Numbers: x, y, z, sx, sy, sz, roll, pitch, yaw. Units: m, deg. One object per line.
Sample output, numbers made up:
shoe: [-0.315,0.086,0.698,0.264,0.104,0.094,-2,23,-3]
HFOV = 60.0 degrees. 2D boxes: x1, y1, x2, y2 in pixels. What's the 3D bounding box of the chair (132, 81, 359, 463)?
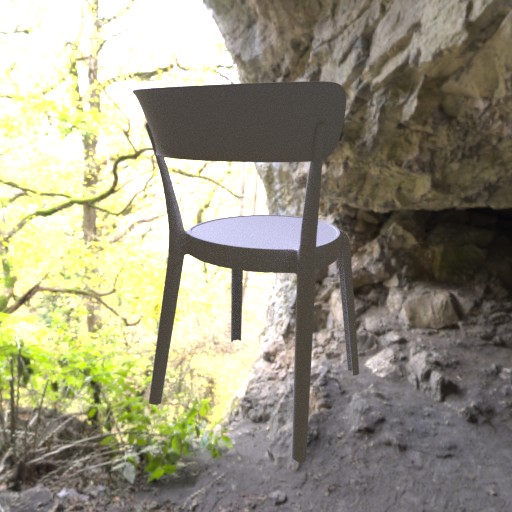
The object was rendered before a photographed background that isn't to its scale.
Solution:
chair: [0.000,0.000,1.130,0.506,0.790,0.491,9,19,28]
